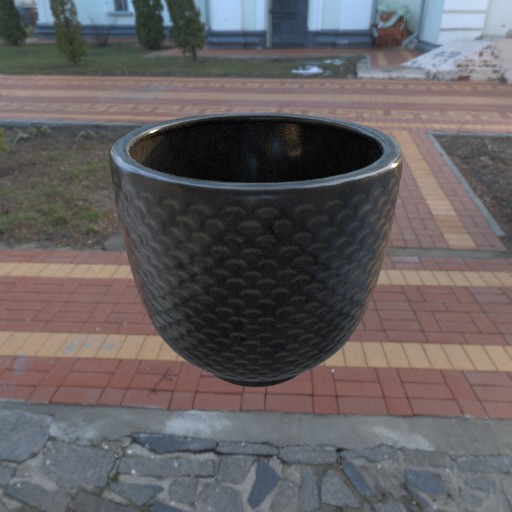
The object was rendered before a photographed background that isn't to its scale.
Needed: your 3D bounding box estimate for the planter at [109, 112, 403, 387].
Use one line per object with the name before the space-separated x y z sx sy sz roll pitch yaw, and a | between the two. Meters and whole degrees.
planter | 0.000 0.000 0.305 0.172 0.160 0.172 0 29 0
